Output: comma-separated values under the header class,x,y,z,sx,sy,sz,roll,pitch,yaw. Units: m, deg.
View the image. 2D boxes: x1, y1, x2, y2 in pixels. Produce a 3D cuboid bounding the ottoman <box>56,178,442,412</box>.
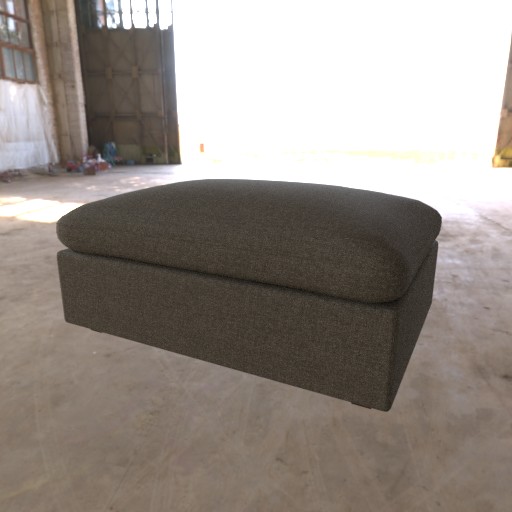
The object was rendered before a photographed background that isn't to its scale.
class,x,y,z,sx,sy,sz,roll,pitch,yaw
ottoman,0.000,0.000,1.441,1.041,0.483,0.711,8,18,27
